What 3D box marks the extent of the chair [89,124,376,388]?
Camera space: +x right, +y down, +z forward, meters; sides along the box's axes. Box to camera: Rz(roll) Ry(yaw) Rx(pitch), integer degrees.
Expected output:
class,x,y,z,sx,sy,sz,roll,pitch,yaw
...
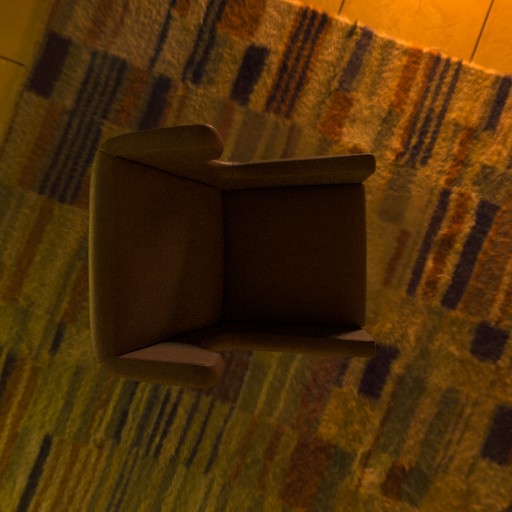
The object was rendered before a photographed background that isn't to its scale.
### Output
class,x,y,z,sx,sy,sz,roll,pitch,yaw
chair,0.000,0.000,1.669,0.899,1.079,0.769,0,90,1
